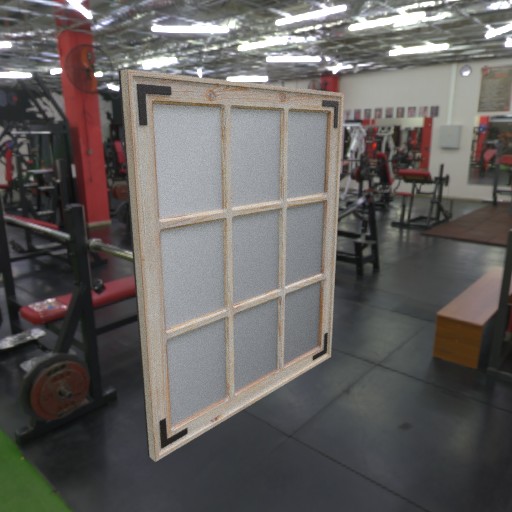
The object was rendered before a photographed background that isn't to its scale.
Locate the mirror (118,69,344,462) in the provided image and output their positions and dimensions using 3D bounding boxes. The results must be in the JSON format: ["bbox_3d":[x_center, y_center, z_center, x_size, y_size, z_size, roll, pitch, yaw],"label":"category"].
[{"bbox_3d":[0.000,0.000,1.216,0.032,0.882,0.730,15,21,42],"label":"mirror"}]
